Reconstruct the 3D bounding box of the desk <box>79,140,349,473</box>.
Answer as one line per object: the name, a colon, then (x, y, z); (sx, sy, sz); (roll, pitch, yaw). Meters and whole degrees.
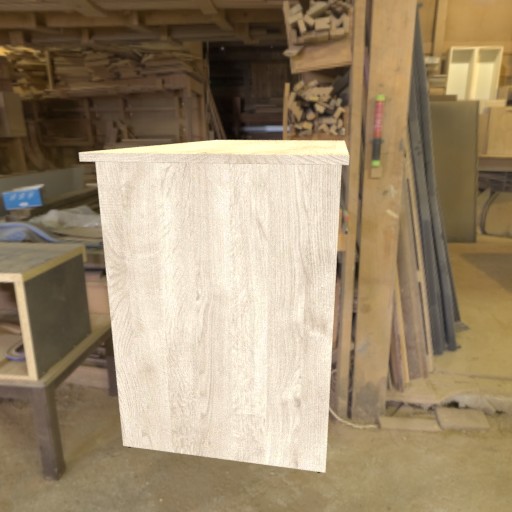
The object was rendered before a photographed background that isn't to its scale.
desk: (0.000, 0.000, 1.506); (0.560, 0.735, 1.097); (3, 16, 10)
